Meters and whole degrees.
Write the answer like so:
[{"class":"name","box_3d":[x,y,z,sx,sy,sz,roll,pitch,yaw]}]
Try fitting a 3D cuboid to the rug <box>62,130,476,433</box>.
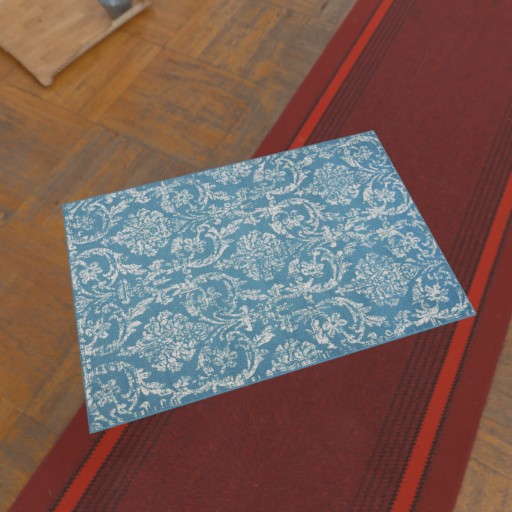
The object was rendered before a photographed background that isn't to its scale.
[{"class":"rug","box_3d":[0.000,0.000,3.384,2.746,0.018,1.816,-15,64,-8]}]
